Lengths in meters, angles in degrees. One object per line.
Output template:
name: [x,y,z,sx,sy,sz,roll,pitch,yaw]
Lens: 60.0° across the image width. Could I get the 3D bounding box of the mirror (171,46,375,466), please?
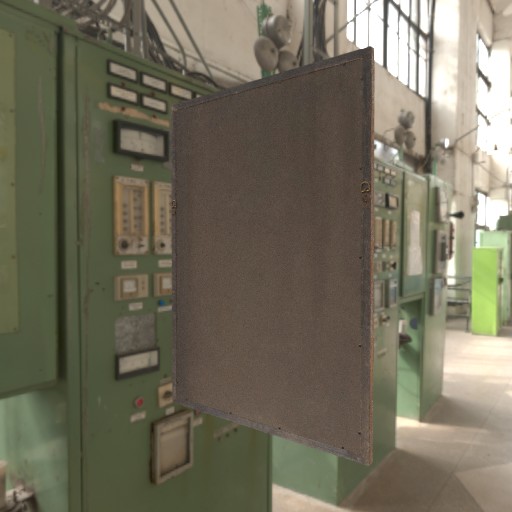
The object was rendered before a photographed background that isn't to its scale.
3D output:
mirror: [0.000,0.000,1.274,0.705,0.996,0.025,1,2,38]
